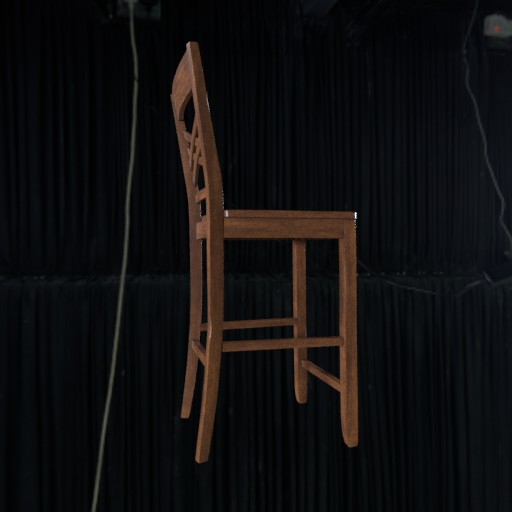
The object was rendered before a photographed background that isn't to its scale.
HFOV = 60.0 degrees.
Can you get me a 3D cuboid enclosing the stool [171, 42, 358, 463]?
[{"bbox_3d":[0.000,0.000,1.398,0.504,1.098,0.426,0,1,-17],"label":"stool"}]
